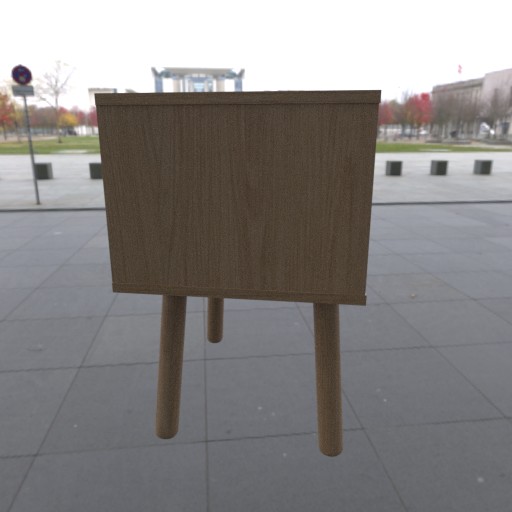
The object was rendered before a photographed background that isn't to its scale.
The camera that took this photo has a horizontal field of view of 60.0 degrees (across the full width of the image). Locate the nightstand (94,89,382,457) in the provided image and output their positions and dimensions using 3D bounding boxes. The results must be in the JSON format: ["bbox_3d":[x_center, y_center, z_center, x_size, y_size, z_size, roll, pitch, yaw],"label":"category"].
[{"bbox_3d":[0.000,0.000,0.869,0.380,0.571,0.450,2,16,8],"label":"nightstand"}]
